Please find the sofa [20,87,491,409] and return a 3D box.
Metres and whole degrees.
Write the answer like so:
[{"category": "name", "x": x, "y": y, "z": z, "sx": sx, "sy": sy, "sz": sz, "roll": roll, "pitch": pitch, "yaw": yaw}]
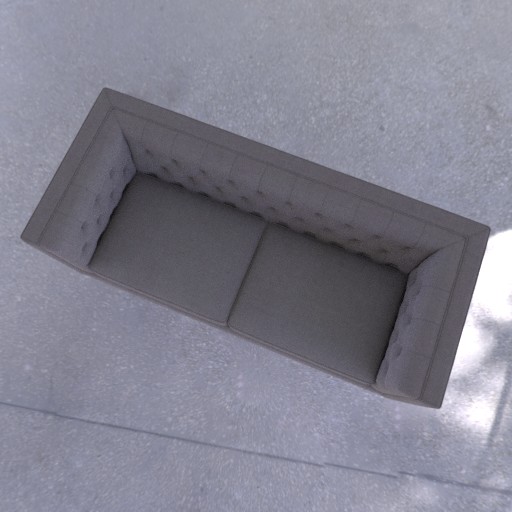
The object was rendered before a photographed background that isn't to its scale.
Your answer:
[{"category": "sofa", "x": 0.000, "y": 0.000, "z": 2.170, "sx": 1.778, "sy": 0.762, "sz": 0.775, "roll": 21, "pitch": 77, "yaw": 5}]
